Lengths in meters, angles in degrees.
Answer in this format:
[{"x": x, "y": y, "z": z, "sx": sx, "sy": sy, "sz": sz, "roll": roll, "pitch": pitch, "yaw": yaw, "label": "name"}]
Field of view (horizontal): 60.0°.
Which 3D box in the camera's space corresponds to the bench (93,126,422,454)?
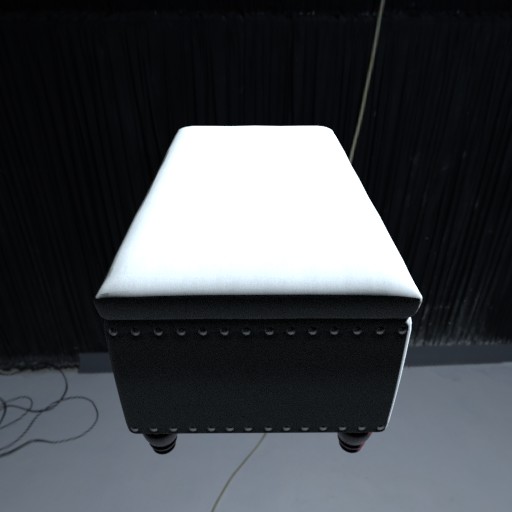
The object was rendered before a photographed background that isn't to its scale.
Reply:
[{"x": 0.000, "y": 0.000, "z": 1.142, "sx": 0.500, "sy": 0.449, "sz": 0.887, "roll": 0, "pitch": 32, "yaw": 0, "label": "bench"}]
